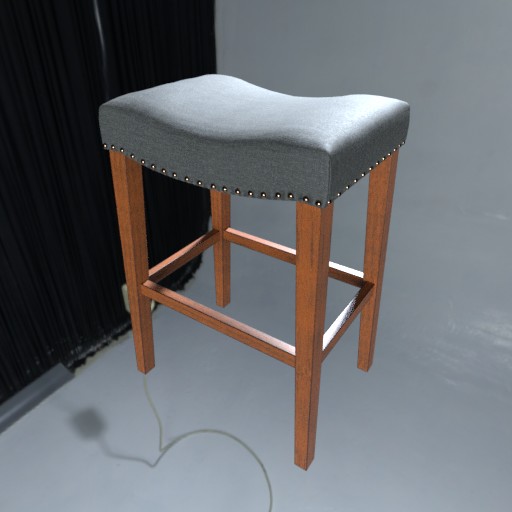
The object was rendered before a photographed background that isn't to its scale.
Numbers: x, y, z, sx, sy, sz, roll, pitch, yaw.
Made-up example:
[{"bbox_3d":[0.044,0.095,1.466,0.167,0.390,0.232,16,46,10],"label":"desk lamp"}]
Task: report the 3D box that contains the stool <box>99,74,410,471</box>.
[{"bbox_3d":[0.000,0.000,0.864,0.439,0.612,0.320,20,37,28],"label":"stool"}]
